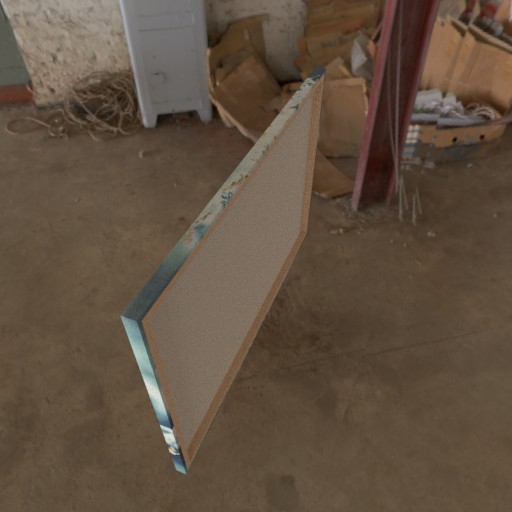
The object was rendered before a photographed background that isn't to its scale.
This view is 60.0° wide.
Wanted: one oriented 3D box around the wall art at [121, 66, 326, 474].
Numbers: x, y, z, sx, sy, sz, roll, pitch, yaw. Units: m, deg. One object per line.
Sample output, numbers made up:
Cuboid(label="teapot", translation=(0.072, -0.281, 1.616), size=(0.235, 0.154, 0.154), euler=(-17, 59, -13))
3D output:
Cuboid(label="wall art", translation=(0.000, 0.000, 1.408), size=(0.035, 0.759, 1.138), euler=(17, 48, 16))
